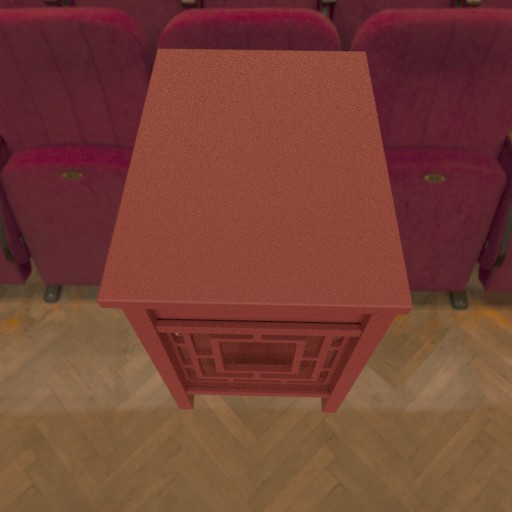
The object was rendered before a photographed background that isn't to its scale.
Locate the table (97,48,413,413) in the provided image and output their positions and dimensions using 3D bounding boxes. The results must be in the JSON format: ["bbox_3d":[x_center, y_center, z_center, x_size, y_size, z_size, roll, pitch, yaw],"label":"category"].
[{"bbox_3d":[0.000,0.000,1.066,0.451,0.686,0.599,1,57,1],"label":"table"}]
